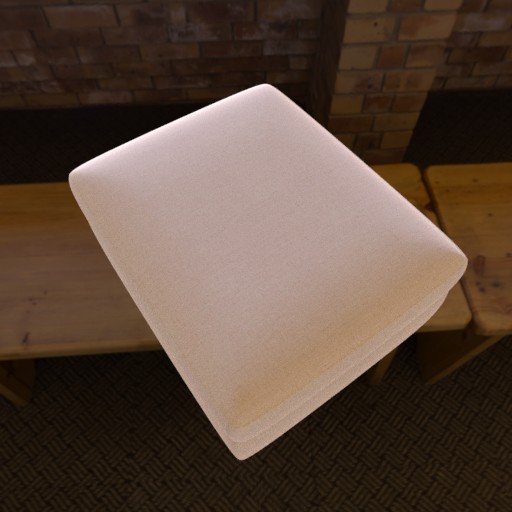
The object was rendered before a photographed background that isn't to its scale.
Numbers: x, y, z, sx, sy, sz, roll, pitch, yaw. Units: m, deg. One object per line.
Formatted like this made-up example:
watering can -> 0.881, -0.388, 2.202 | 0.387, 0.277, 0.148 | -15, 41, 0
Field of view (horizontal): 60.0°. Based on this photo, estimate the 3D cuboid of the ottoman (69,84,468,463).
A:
ottoman -> 0.000, 0.000, 1.193 | 0.657, 0.453, 0.794 | -31, 63, -18
